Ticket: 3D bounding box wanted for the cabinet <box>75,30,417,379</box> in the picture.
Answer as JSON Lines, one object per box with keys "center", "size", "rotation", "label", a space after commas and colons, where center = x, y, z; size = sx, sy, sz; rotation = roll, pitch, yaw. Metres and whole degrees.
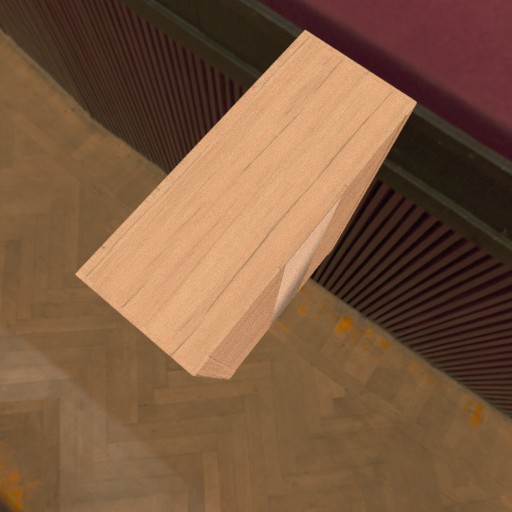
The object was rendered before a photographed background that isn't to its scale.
{"center": [0.000, 0.000, 2.719], "size": [0.580, 2.070, 1.400], "rotation": [38, 78, 10], "label": "cabinet"}
